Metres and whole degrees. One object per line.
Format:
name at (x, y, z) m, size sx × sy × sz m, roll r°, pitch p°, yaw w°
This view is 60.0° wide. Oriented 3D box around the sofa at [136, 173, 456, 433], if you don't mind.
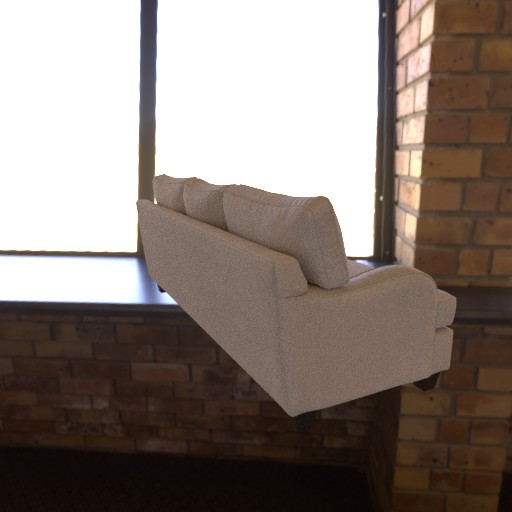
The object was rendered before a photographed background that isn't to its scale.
sofa at (0.000, 0.000, 2.852) m, size 1.016 × 0.991 × 2.323 m, roll -7°, pitch 15°, yaw -26°
